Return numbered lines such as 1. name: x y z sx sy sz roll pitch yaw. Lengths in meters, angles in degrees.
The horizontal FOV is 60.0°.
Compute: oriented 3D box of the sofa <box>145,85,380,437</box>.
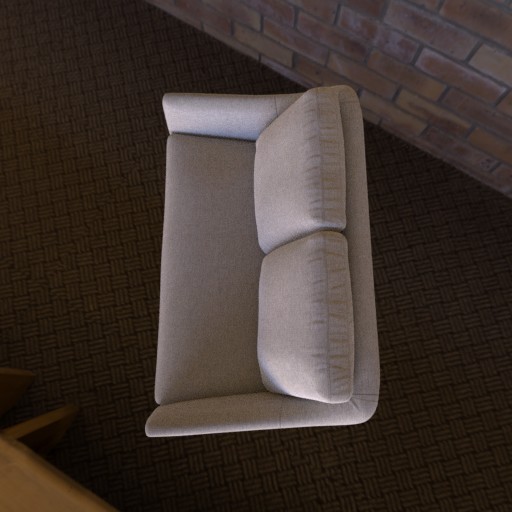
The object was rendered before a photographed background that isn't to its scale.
1. sofa: 0.000 0.000 2.171 0.960 0.904 1.619 0 76 0
